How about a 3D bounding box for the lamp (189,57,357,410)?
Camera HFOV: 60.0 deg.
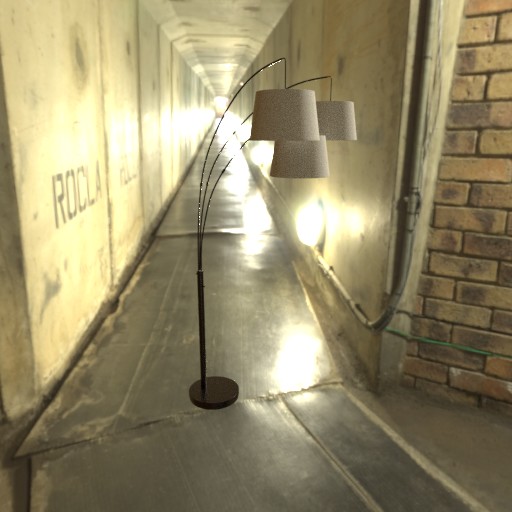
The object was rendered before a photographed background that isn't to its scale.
[{"bbox_3d":[0.000,0.000,2.522,0.924,1.950,0.951,8,17,27],"label":"lamp"}]
